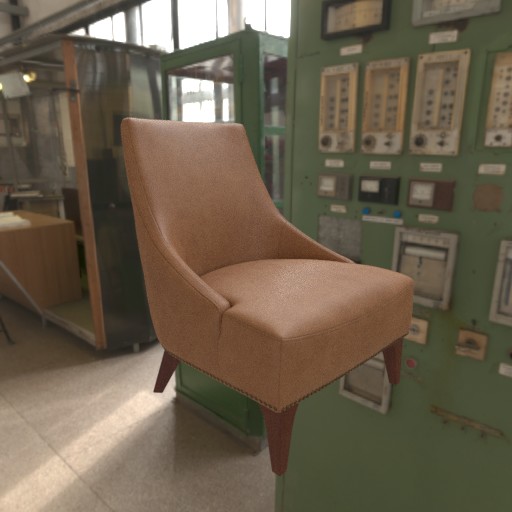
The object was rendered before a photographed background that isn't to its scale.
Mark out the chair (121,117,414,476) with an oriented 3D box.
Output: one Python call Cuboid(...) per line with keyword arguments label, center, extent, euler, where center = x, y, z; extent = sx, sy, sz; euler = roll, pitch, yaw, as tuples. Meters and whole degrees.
Cuboid(label="chair", center=(0.000, 0.000, 1.500), extent=(0.861, 0.909, 0.701), euler=(13, 18, 43))
